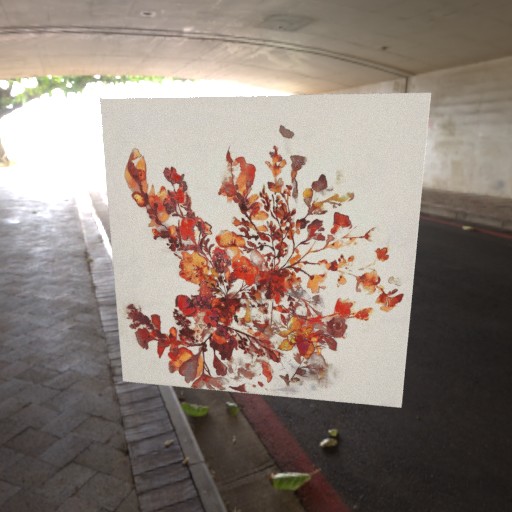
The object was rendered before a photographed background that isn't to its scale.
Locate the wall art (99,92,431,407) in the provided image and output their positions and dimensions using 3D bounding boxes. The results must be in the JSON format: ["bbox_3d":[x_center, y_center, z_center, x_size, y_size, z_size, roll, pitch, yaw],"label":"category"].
[{"bbox_3d":[0.000,0.000,1.481,1.009,1.009,0.049,2,15,9],"label":"wall art"}]
